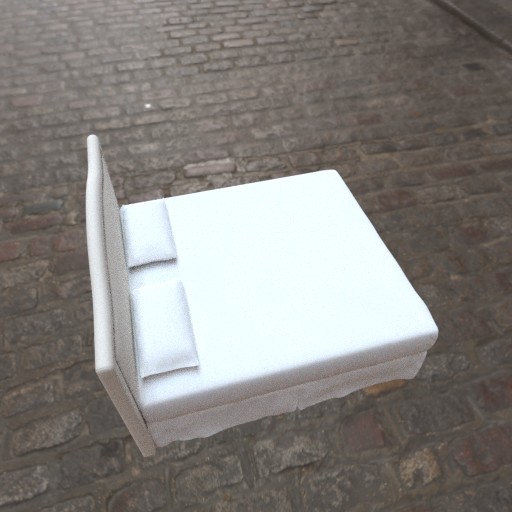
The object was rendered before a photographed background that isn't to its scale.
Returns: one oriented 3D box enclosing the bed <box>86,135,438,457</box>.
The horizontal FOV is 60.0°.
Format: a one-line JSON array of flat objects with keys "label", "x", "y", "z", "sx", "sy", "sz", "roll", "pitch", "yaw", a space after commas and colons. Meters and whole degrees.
[{"label": "bed", "x": 0.000, "y": 0.000, "z": 3.418, "sx": 2.182, "sy": 1.421, "sz": 2.083, "roll": -12, "pitch": 49, "yaw": -10}]
